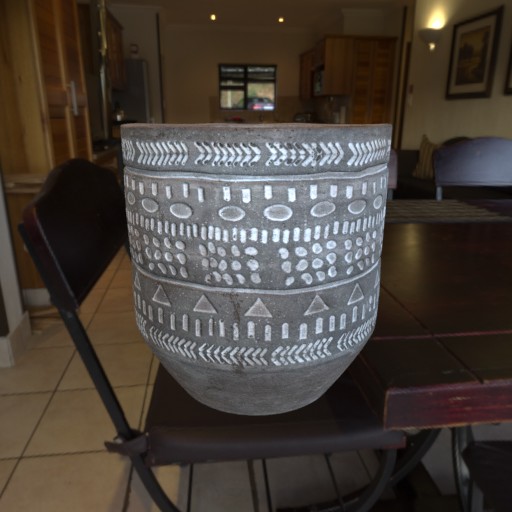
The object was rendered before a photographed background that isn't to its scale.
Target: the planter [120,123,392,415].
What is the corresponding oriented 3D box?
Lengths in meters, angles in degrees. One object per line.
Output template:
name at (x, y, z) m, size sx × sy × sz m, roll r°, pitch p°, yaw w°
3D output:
planter at (0.000, 0.000, 0.261) m, size 0.142 × 0.149 × 0.142 m, roll 0°, pitch 17°, yaw 0°
